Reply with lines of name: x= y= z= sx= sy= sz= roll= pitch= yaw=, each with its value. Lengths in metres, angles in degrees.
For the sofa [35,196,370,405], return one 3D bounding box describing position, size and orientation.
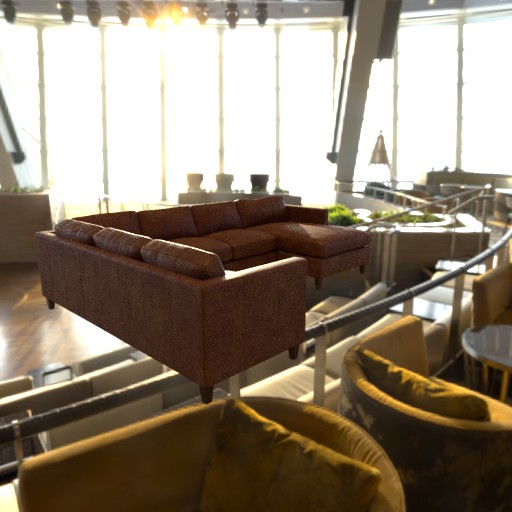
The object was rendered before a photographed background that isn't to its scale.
sofa: x=0.000 y=0.000 z=4.462 sx=2.452 sy=0.888 sz=3.324 roll=13 pitch=18 yaw=43
